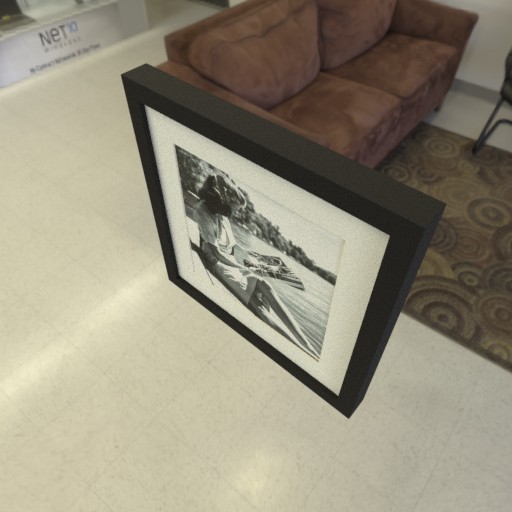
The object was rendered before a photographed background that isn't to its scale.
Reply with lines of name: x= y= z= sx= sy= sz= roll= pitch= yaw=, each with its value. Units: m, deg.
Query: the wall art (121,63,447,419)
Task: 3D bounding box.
wall art: x=0.000 y=0.000 z=0.466 sx=0.308 sy=0.305 sz=0.030 roll=33 pitch=56 yaw=26
